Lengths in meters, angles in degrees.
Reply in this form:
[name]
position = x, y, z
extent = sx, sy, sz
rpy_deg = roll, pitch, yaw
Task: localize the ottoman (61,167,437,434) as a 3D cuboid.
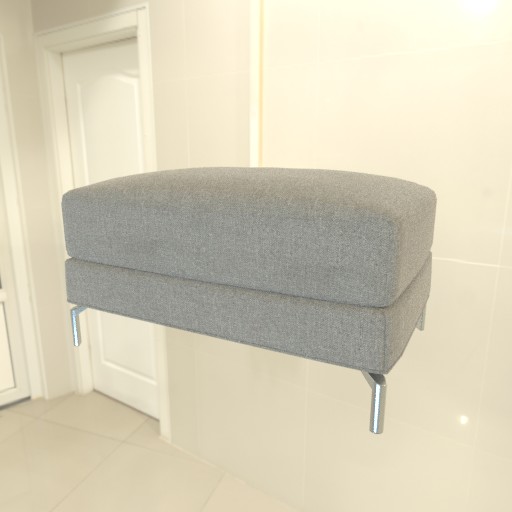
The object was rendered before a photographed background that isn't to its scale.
[ottoman]
position = 0.000, 0.000, 1.173
extent = 0.838, 0.457, 0.584
rpy_deg = 7, 16, 27
